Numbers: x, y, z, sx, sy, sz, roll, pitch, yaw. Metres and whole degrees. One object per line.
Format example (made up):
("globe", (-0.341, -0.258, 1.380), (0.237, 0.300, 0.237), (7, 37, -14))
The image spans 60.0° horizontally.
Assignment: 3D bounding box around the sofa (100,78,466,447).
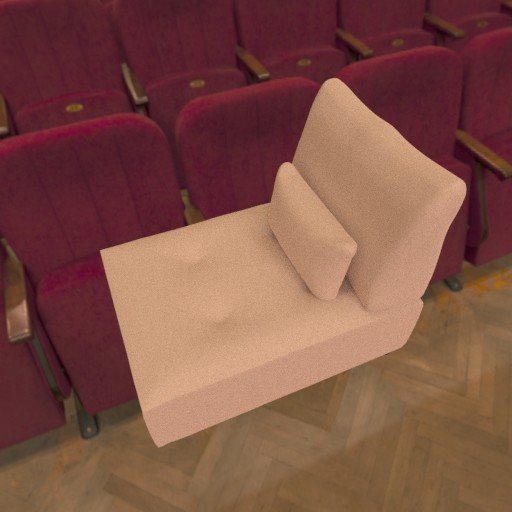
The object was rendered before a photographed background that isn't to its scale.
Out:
("sofa", (0.000, 0.000, 1.525), (1.000, 0.820, 0.700), (-17, 49, -16))
